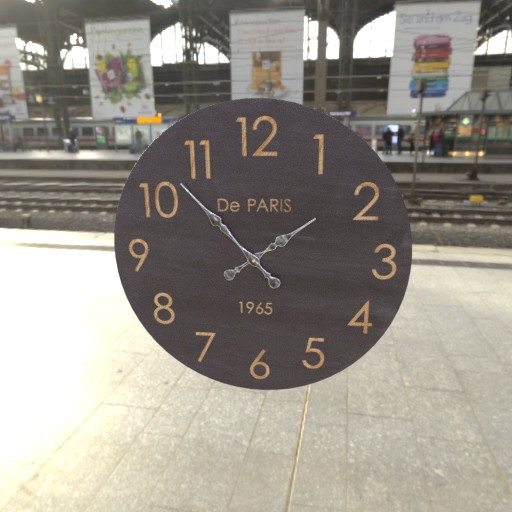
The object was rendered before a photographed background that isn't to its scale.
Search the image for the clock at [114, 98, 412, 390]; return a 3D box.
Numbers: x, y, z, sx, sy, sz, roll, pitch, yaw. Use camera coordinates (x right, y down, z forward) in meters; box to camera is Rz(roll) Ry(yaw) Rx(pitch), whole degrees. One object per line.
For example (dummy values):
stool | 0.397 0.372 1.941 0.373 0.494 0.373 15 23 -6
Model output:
clock | 0.000 0.000 0.884 0.595 0.595 0.029 2 15 9
